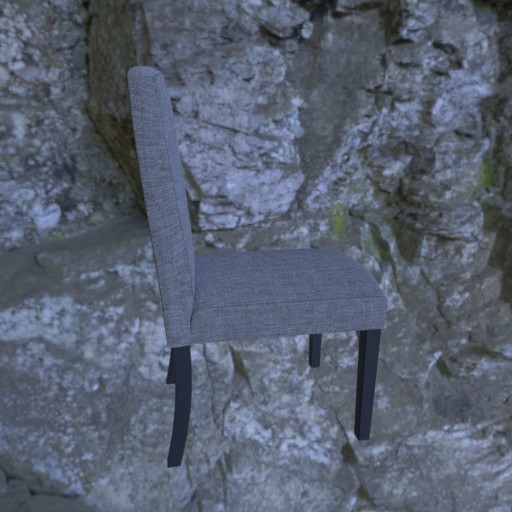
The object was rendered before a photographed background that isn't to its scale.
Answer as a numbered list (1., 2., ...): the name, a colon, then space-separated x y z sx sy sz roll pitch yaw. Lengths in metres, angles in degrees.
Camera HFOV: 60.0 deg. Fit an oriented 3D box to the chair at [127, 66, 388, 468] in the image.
1. chair: 0.000 0.000 1.186 0.580 0.917 0.451 -3 15 -11
